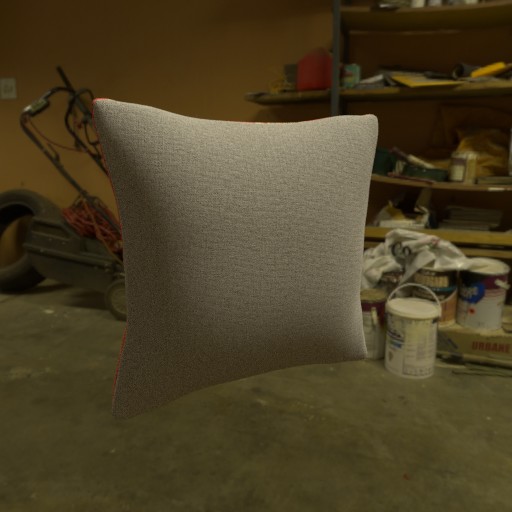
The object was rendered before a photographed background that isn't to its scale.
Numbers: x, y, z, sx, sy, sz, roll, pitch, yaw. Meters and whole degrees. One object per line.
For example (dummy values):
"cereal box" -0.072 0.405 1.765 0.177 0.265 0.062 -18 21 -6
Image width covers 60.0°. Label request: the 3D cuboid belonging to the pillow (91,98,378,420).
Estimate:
"pillow" 0.000 0.000 0.653 0.437 0.419 0.136 -6 14 -26
